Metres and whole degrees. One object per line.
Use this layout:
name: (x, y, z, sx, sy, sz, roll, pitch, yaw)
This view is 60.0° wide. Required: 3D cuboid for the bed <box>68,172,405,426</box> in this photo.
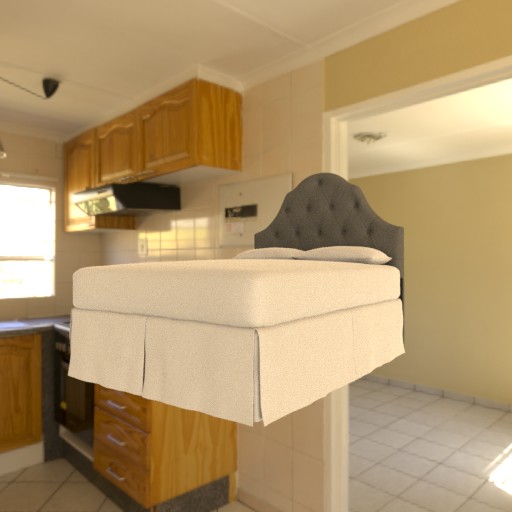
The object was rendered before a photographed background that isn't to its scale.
bed: (0.000, 0.000, 3.321, 1.636, 1.575, 2.155, 0, -1, 36)
